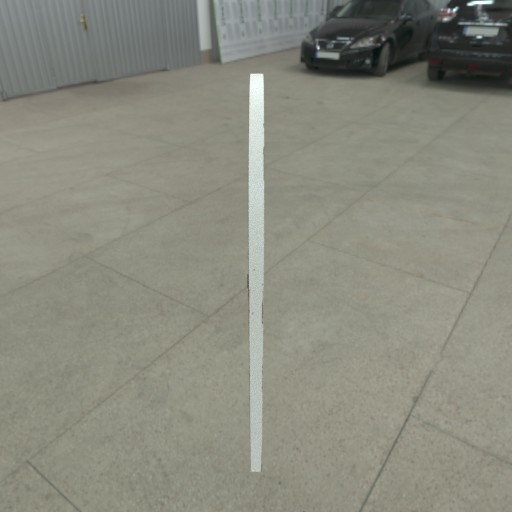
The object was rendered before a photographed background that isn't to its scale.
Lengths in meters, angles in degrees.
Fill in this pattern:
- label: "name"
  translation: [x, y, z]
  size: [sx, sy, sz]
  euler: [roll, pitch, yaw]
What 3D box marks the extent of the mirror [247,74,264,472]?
- label: "mirror"
  translation: [0.000, 0.000, 1.201]
  size: [0.032, 0.920, 0.660]
  euler: [0, 31, 0]
